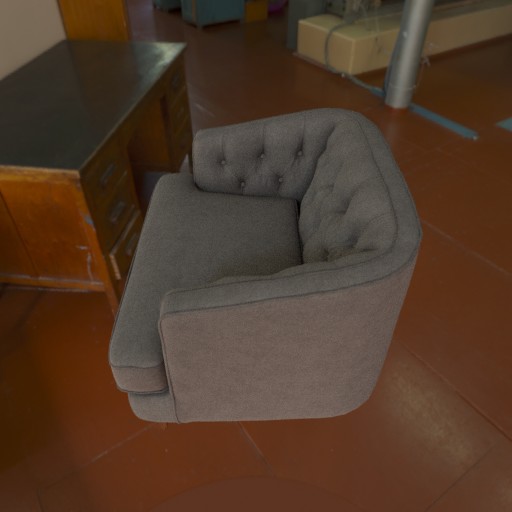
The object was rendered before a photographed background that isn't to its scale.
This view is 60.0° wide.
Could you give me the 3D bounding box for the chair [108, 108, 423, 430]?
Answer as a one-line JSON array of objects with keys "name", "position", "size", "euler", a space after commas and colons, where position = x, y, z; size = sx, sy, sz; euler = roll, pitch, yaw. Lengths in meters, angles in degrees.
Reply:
[{"name": "chair", "position": [0.000, 0.000, 1.740], "size": [0.941, 0.852, 1.104], "euler": [0, 42, 0]}]
